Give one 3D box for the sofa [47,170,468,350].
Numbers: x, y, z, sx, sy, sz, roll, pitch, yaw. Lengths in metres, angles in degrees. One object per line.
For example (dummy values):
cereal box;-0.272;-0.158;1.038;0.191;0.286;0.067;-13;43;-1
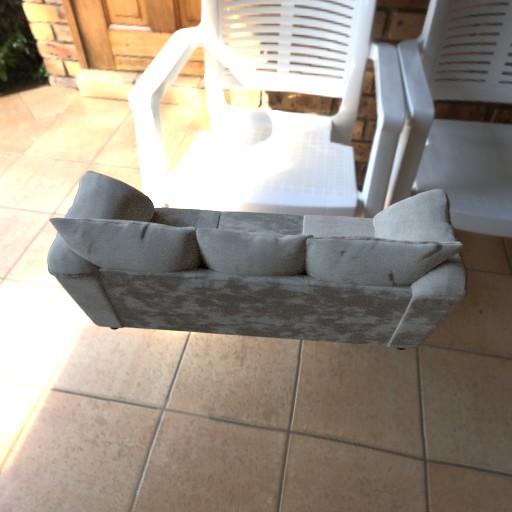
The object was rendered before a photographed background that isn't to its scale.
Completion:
sofa;0.000;0.000;2.823;2.377;0.981;0.893;3;47;3
